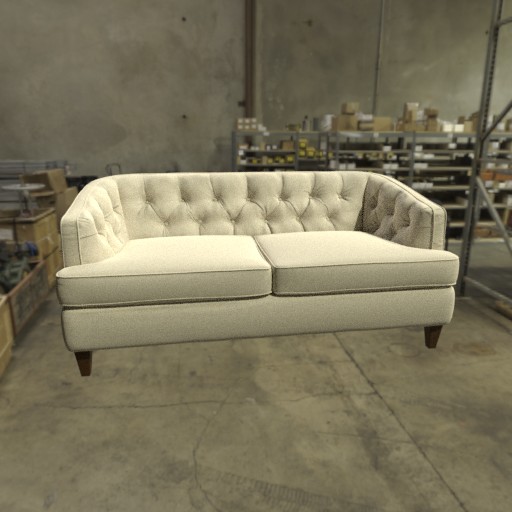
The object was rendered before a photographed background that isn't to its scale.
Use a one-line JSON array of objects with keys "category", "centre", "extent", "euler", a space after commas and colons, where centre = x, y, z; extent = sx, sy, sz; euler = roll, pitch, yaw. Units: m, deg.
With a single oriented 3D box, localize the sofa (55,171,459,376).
[{"category": "sofa", "centre": [0.000, 0.000, 2.281], "extent": [1.733, 0.855, 0.941], "euler": [-2, 16, -9]}]
